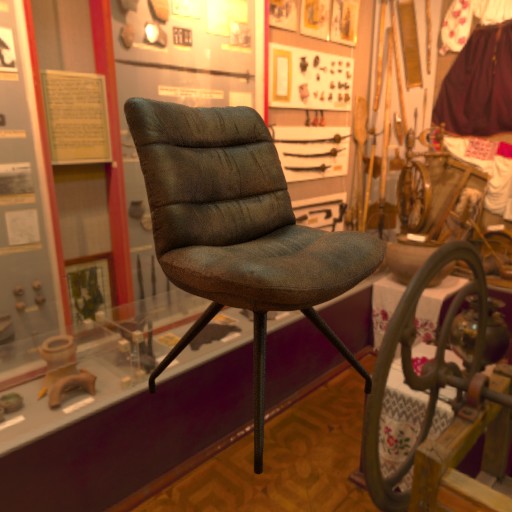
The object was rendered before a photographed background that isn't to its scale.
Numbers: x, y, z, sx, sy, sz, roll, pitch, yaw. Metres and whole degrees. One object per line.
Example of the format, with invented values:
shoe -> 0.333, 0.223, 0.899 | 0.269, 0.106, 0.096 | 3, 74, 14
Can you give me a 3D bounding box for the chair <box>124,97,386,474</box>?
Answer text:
chair -> 0.000, 0.000, 1.274 | 0.549, 0.870, 0.622 | -15, 21, -42
